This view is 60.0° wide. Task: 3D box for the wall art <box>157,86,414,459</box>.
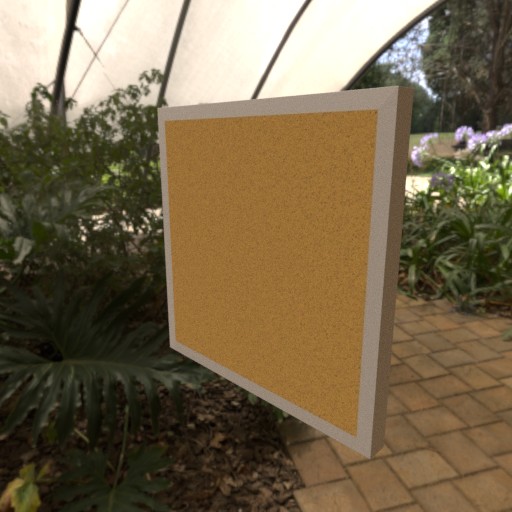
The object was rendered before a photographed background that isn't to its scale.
[{"bbox_3d":[0.000,0.000,1.943,0.098,1.291,1.289,-14,20,-43],"label":"wall art"}]
